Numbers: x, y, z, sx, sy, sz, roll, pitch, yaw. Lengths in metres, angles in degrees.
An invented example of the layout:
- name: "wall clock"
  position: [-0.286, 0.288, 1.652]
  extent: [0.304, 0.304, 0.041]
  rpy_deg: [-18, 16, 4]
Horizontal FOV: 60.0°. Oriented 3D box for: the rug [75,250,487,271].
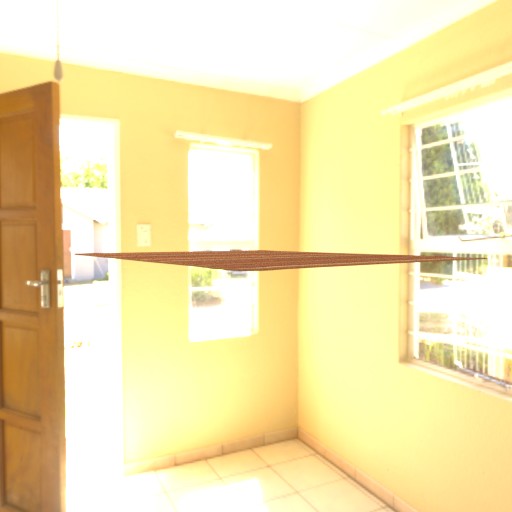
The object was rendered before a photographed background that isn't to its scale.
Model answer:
- name: "rug"
  position: [0.000, 0.000, 4.142]
  extent: [2.479, 0.023, 3.092]
  rpy_deg: [-2, 3, -36]
